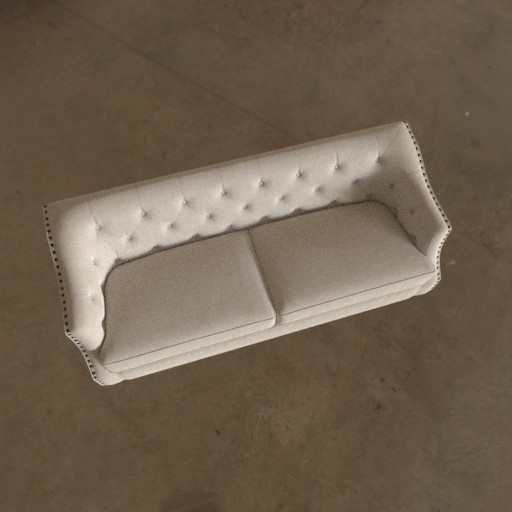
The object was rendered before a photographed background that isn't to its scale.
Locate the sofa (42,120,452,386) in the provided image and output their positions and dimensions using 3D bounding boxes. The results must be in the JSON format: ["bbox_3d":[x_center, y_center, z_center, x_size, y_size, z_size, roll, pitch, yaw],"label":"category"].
[{"bbox_3d":[0.000,0.000,2.778,2.235,0.901,0.914,-15,64,-8],"label":"sofa"}]
